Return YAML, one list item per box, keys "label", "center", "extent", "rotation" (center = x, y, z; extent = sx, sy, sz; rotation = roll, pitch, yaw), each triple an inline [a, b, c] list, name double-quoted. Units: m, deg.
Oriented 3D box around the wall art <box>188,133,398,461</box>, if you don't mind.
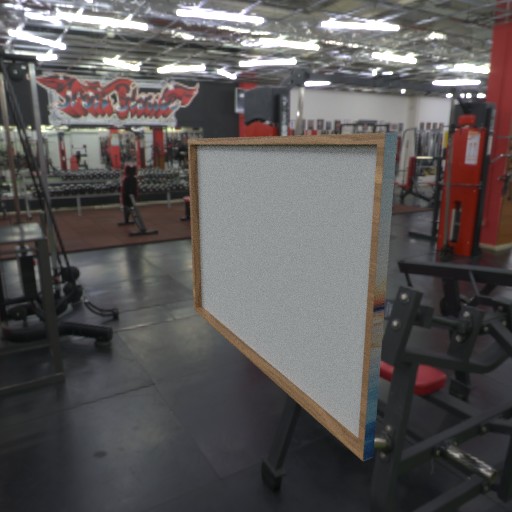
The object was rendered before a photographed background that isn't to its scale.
- label: "wall art"
  center: [0.000, 0.000, 1.458]
  extent: [0.034, 0.756, 1.137]
  rotation: [-7, 16, -27]
